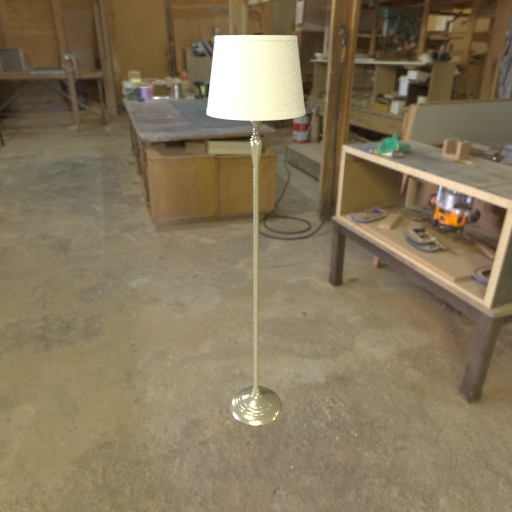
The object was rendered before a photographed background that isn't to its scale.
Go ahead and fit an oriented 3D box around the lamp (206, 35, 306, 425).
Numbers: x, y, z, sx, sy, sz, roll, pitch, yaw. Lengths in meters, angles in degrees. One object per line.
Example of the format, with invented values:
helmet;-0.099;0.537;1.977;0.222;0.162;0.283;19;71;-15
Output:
lamp;0.000;0.000;1.693;0.327;1.506;0.327;-8;27;-17
